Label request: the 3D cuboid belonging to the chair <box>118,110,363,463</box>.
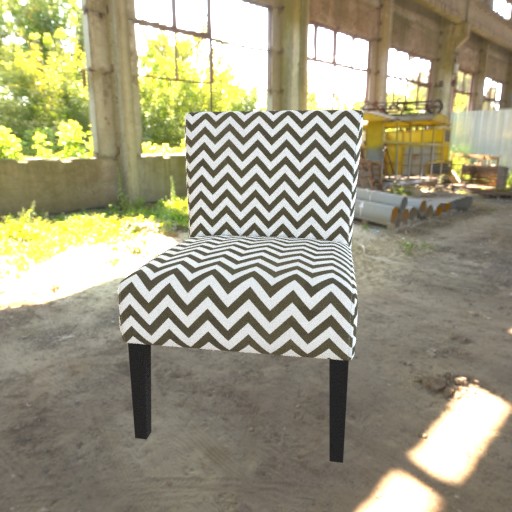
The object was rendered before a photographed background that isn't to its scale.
[{"bbox_3d":[0.000,0.000,1.273,0.589,0.838,0.648,2,14,10],"label":"chair"}]
